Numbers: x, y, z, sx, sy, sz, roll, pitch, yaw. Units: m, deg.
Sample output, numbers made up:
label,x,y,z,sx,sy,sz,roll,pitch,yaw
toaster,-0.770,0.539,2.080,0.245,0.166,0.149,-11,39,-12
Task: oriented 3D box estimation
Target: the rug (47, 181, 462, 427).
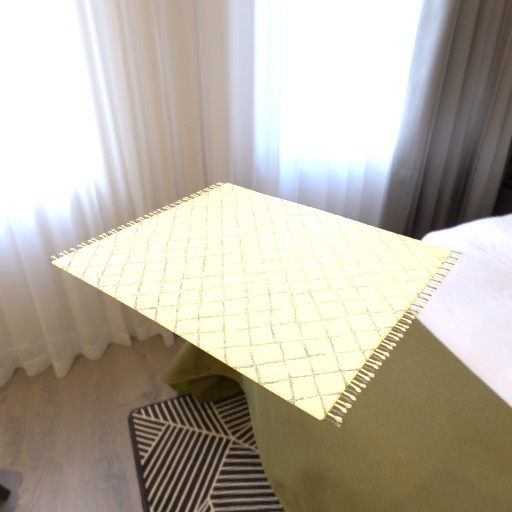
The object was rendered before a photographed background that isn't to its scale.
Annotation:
label,x,y,z,sx,sy,sz,roll,pitch,yaw
rug,0.000,0.000,4.856,3.585,0.036,2.892,22,37,32
